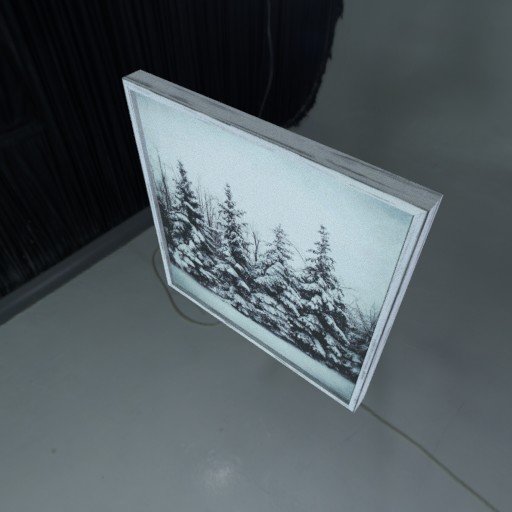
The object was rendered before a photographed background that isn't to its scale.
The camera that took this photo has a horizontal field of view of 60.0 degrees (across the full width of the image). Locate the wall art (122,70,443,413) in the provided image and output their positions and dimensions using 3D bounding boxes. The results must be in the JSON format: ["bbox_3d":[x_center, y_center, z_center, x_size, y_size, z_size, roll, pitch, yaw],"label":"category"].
[{"bbox_3d":[0.000,0.000,0.777,0.506,0.506,0.038,30,54,25],"label":"wall art"}]
